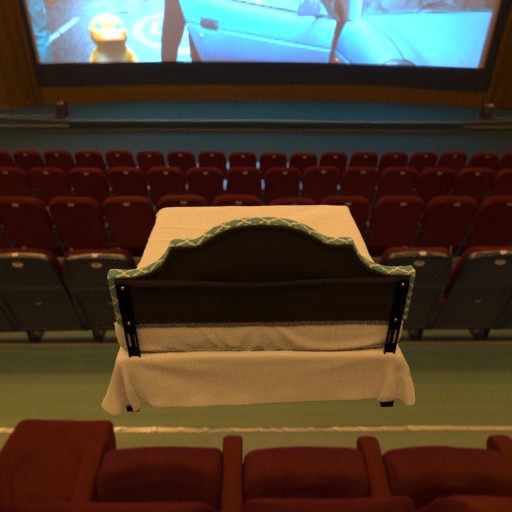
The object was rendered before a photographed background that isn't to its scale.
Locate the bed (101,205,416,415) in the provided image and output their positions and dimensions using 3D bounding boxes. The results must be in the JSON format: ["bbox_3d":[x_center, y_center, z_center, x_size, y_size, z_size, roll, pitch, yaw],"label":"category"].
[{"bbox_3d":[0.000,0.000,3.853,2.314,1.601,2.222,-1,30,-1],"label":"bed"}]
